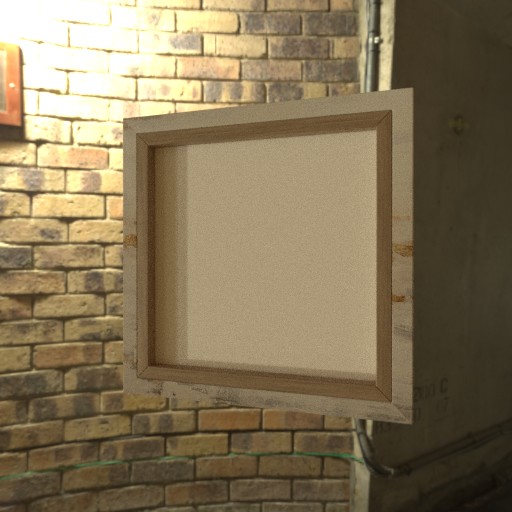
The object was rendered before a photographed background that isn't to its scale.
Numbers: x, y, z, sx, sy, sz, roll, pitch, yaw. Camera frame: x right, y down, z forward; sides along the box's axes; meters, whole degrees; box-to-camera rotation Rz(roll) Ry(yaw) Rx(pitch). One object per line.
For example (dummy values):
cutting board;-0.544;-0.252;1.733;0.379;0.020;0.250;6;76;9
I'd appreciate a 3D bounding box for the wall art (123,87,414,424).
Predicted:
wall art;0.000;0.000;0.915;0.611;0.613;0.040;0;0;18
